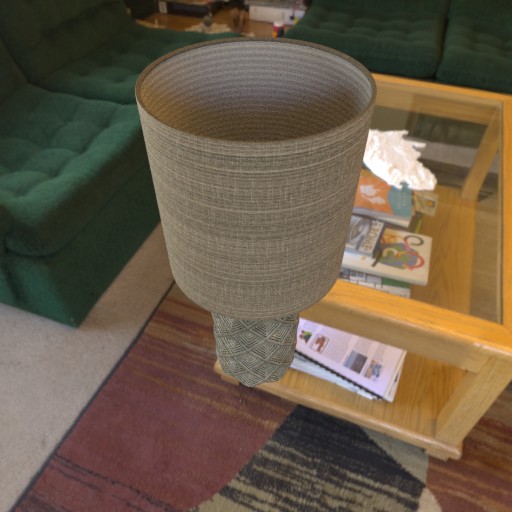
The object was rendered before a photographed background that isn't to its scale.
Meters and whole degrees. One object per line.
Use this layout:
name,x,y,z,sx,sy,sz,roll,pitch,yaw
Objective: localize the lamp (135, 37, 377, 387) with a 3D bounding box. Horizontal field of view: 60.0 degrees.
lamp,0.000,0.000,0.702,0.268,0.566,0.269,3,45,3
